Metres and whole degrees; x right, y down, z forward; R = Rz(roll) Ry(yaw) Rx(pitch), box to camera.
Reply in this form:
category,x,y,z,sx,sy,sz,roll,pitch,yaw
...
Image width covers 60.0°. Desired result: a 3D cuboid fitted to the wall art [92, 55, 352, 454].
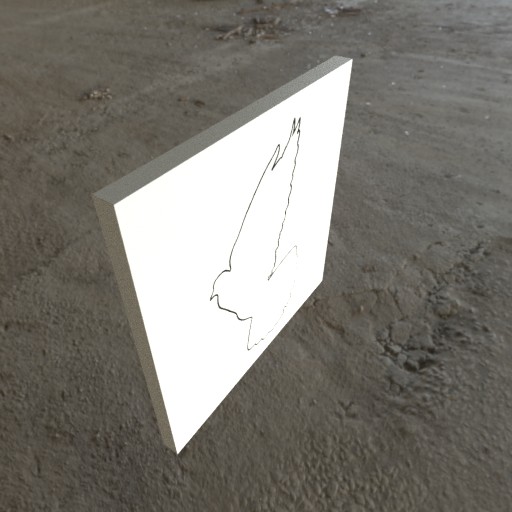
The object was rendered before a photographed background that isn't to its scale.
category,x,y,z,sx,sy,sz,roll,pitch,yaw
wall art,0.000,0.000,0.892,0.038,0.610,0.610,25,47,25
